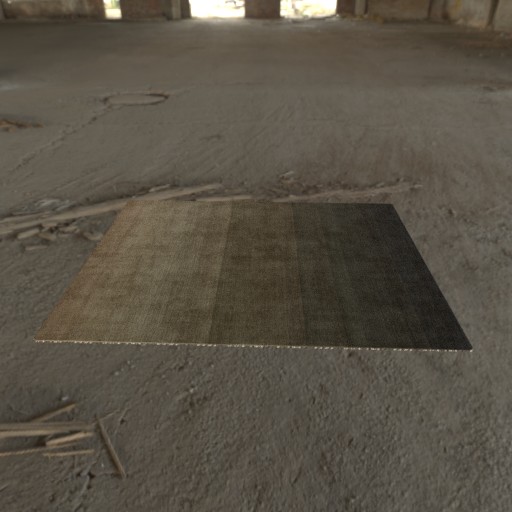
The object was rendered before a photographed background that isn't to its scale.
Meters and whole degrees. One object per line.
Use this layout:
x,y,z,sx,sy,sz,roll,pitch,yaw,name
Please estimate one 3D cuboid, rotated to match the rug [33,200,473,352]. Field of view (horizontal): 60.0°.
0.000,0.000,3.881,2.902,0.017,2.306,1,31,2,rug
